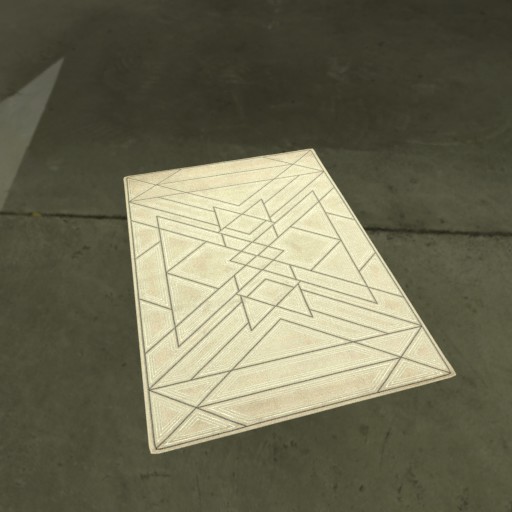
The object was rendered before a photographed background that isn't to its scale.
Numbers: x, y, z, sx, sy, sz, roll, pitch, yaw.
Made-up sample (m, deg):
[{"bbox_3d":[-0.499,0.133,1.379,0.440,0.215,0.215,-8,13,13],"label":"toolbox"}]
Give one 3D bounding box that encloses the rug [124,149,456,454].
[{"bbox_3d":[0.000,0.000,4.456,2.436,0.026,3.381,-11,47,-10],"label":"rug"}]
